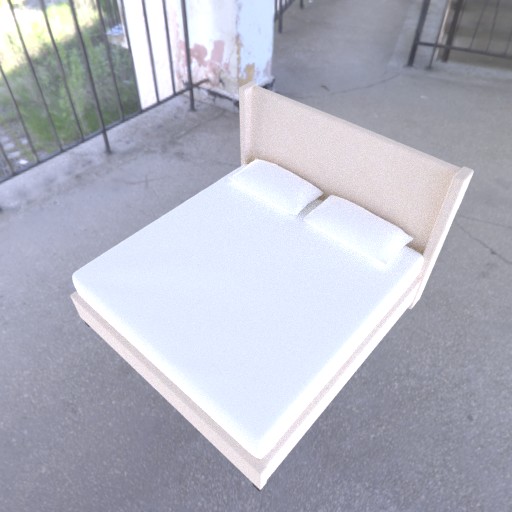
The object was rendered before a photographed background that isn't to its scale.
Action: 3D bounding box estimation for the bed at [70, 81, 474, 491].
[{"bbox_3d":[0.000,0.000,3.582,2.145,1.471,2.293,33,54,27],"label":"bed"}]
